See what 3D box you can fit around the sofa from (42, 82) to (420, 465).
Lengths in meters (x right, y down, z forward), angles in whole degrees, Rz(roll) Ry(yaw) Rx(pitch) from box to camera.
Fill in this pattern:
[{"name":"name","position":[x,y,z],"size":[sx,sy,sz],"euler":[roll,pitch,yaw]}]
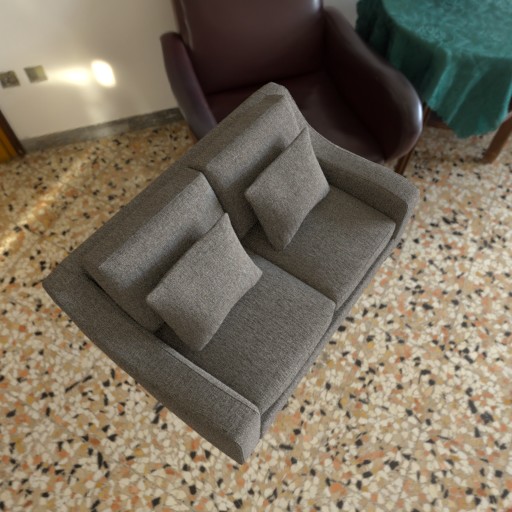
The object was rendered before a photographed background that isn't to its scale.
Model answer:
[{"name":"sofa","position":[0.000,0.000,2.441],"size":[1.120,0.991,1.778],"euler":[33,64,18]}]
